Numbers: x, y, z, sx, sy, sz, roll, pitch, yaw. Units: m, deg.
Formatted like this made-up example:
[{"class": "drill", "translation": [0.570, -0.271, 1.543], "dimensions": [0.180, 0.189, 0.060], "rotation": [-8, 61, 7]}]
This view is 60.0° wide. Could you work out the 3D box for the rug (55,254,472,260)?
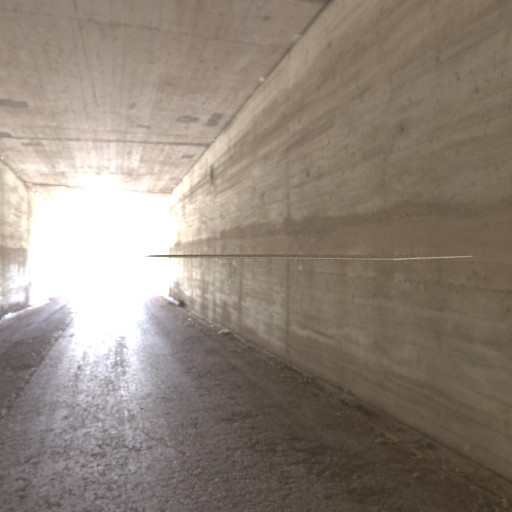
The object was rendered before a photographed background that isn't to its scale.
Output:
[{"class": "rug", "translation": [0.000, 0.000, 3.028], "dimensions": [2.435, 0.012, 1.529], "rotation": [0, 1, 36]}]
